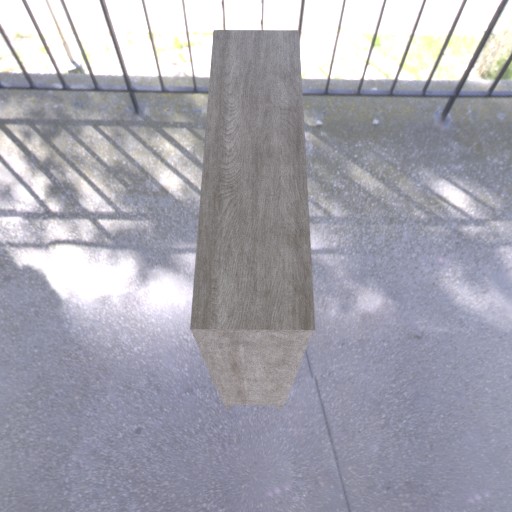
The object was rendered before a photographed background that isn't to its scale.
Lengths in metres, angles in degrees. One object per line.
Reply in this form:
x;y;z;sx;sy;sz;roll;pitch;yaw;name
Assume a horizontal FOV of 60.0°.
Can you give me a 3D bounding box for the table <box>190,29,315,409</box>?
0.000;0.000;1.595;0.256;1.135;0.902;0;63;0;table
